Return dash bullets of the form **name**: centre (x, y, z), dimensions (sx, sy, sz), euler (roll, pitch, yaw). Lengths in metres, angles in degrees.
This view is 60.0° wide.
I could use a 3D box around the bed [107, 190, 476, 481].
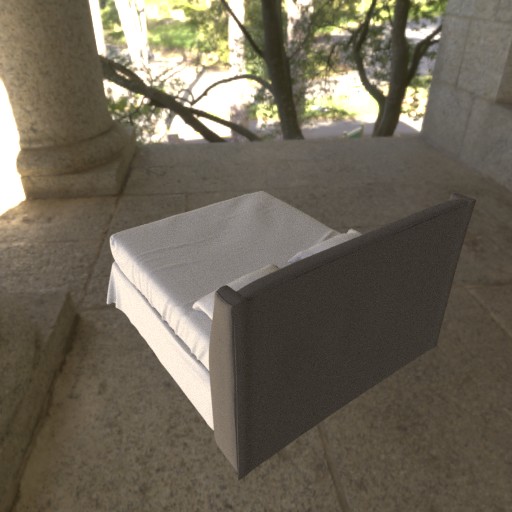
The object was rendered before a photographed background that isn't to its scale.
- **bed**: centre (0.000, 0.000, 3.491), dimensions (1.925, 1.332, 2.276), euler (-21, 37, -30)
